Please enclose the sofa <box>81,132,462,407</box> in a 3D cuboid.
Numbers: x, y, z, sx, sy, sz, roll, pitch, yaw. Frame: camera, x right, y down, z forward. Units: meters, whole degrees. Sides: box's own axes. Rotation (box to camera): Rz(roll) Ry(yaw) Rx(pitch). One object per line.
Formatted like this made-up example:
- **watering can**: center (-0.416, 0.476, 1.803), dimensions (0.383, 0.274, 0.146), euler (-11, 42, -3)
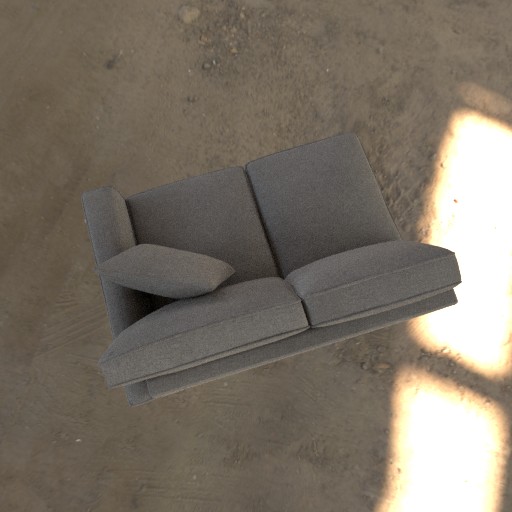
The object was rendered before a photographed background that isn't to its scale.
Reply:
- **sofa**: center (0.000, 0.000, 2.091), dimensions (1.388, 0.989, 0.991), euler (-16, 76, -4)
